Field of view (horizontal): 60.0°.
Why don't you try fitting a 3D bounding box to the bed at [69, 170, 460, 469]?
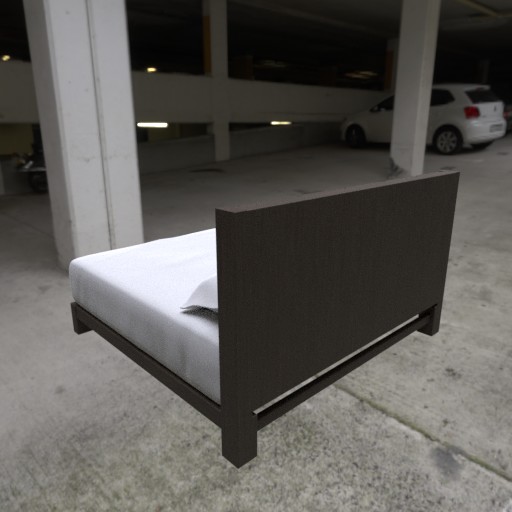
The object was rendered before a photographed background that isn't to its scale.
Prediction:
[{"bbox_3d":[0.000,0.000,3.368,2.134,1.270,2.012,-16,23,-41],"label":"bed"}]
